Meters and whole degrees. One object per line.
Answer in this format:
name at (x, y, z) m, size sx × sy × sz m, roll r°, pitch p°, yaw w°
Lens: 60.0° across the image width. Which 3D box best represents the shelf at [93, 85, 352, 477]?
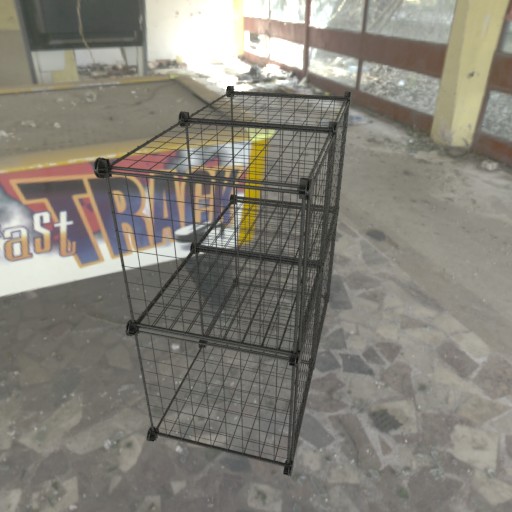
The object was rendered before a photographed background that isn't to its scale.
shelf at (0.000, 0.000, 1.152) m, size 0.356 × 0.711 × 0.711 m, roll 8°, pitch 32°, yaw 13°
